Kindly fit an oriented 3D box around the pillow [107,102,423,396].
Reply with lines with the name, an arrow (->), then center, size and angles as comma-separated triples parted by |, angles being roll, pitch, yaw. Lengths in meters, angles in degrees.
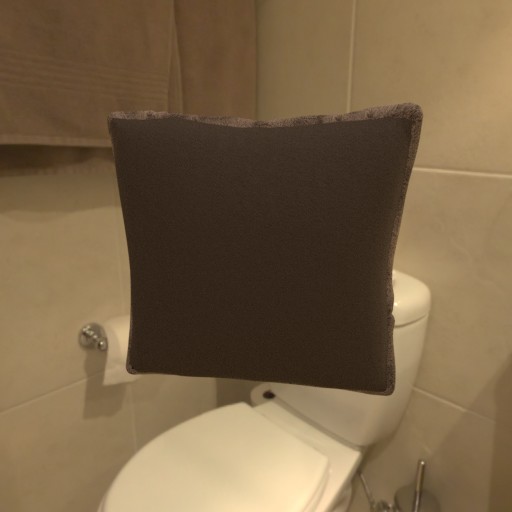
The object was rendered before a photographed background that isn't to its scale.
pillow -> 0.000, 0.000, 0.799 | 0.522, 0.520, 0.204 | 2, 17, 8
